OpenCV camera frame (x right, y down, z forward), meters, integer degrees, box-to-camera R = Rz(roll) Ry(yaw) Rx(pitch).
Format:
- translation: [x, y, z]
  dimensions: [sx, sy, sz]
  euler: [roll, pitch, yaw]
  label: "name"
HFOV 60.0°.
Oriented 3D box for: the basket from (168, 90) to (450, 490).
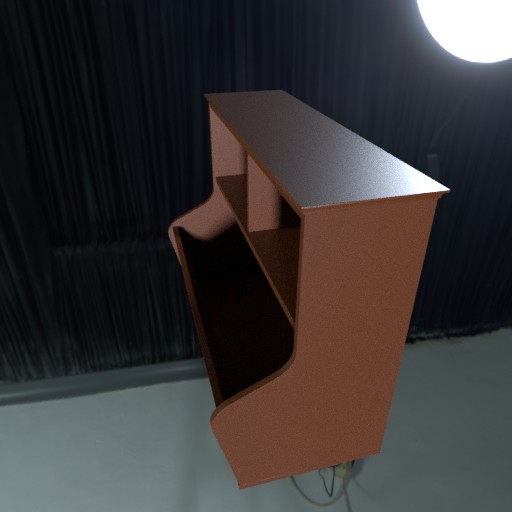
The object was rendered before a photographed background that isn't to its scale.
- translation: [0.000, 0.000, 1.097]
  dimensions: [0.376, 0.625, 0.792]
  euler: [-8, 32, -13]
  label: "basket"
